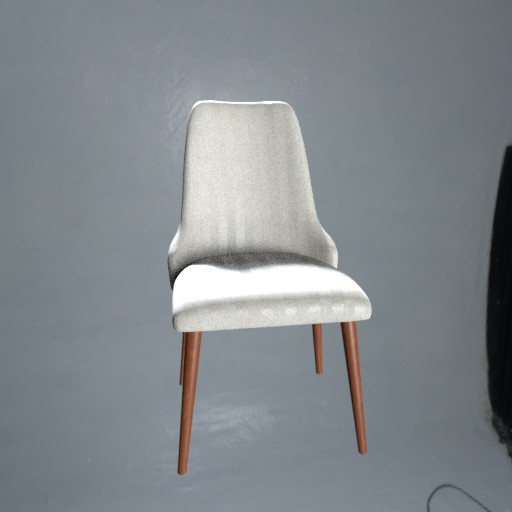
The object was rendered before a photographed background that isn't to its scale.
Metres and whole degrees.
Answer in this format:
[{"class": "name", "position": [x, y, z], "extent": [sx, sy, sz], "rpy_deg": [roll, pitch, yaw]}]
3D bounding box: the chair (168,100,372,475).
[{"class": "chair", "position": [0.000, 0.000, 1.333], "extent": [0.526, 0.917, 0.684], "rpy_deg": [-2, 16, -8]}]
